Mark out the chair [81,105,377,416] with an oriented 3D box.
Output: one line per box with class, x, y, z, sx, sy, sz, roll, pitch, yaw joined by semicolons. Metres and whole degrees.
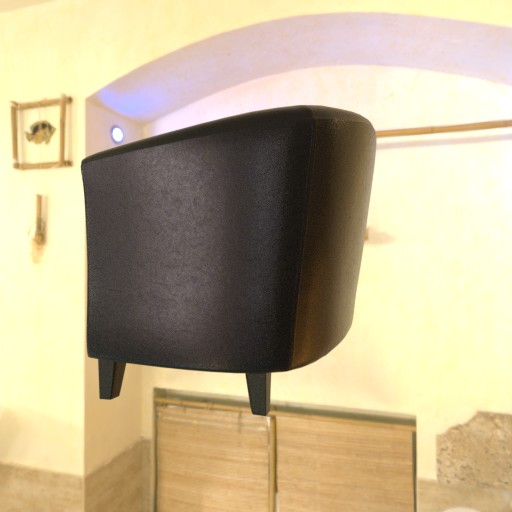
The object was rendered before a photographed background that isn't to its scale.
chair;0.000;0.000;1.386;0.727;0.756;0.793;0;0;17
